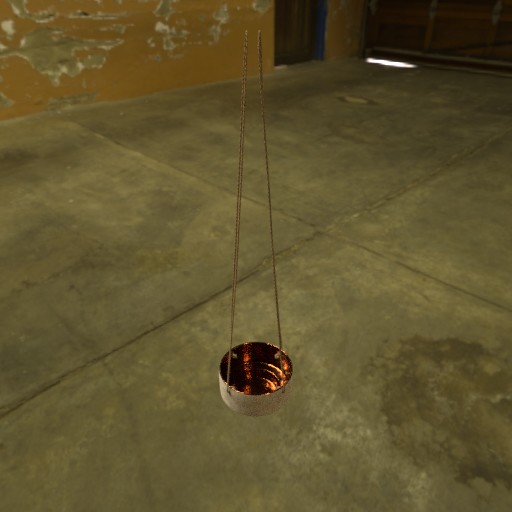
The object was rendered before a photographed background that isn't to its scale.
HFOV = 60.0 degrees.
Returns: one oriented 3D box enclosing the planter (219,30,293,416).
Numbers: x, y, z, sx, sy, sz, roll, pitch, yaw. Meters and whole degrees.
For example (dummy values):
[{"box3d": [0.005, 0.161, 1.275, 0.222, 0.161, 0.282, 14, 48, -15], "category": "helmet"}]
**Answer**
[{"box3d": [0.000, 0.000, 1.133, 0.223, 1.030, 0.223, 0, 31, 0], "category": "planter"}]
